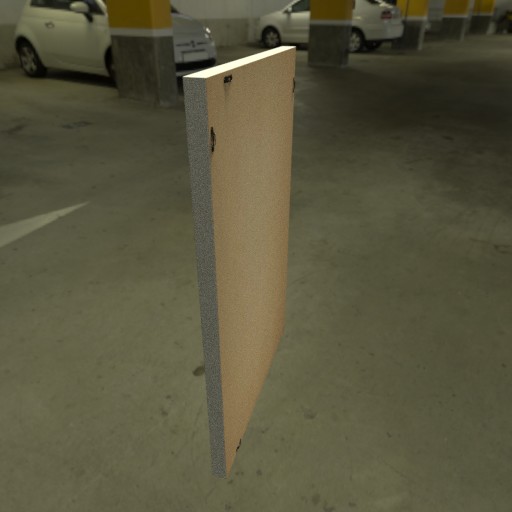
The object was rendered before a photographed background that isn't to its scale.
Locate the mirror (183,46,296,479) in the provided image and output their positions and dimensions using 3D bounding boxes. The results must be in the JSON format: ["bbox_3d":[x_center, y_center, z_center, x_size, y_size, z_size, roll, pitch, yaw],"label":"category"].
[{"bbox_3d":[0.000,0.000,1.114,0.041,0.914,0.609,8,30,14],"label":"mirror"}]
